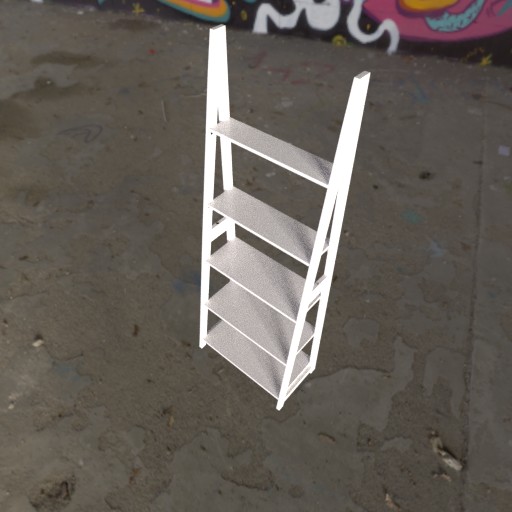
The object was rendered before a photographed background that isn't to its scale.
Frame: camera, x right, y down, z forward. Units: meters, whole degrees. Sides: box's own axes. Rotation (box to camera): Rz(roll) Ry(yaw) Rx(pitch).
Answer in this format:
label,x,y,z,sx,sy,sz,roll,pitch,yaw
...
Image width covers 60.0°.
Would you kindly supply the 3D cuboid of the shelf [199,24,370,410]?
label,x,y,z,sx,sy,sz,roll,pitch,yaw
shelf,0.000,0.000,2.050,0.636,1.779,0.341,32,54,27
